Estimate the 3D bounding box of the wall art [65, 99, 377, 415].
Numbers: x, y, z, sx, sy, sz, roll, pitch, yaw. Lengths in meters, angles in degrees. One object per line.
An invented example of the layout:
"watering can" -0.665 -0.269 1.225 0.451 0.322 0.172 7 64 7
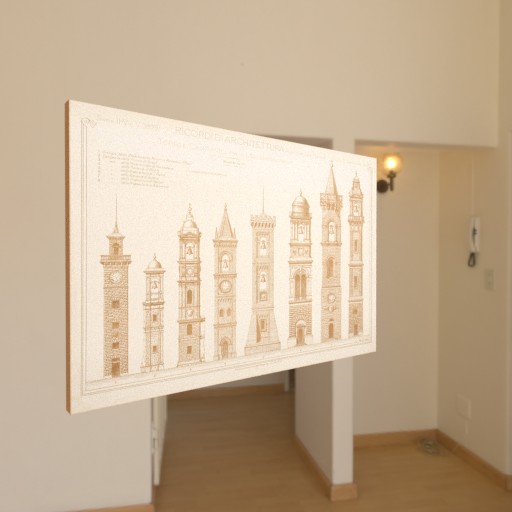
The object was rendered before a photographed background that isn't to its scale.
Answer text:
"wall art" 0.000 0.000 1.138 0.915 0.608 0.033 0 1 -36
